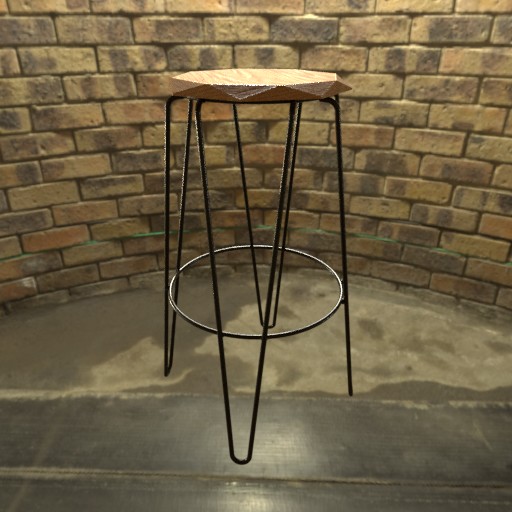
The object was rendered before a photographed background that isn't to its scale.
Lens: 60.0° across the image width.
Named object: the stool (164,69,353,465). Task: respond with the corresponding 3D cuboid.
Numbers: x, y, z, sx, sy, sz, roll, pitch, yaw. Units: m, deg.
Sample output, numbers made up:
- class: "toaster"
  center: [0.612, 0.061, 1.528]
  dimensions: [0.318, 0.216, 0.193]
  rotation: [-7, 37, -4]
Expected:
- class: "stool"
  center: [0.000, 0.000, 0.805]
  dimensions: [0.326, 0.610, 0.326]
  rotation: [-19, 33, -32]
